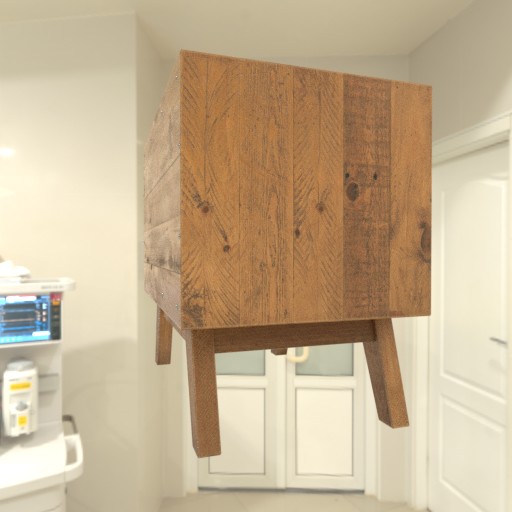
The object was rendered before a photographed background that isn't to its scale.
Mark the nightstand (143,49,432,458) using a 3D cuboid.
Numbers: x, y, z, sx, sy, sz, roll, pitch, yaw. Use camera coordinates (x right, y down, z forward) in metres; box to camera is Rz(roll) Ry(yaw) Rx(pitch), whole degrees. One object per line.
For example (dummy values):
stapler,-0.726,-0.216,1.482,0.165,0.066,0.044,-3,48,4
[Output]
nightstand,0.000,0.000,1.013,0.450,0.599,0.650,0,1,-19
